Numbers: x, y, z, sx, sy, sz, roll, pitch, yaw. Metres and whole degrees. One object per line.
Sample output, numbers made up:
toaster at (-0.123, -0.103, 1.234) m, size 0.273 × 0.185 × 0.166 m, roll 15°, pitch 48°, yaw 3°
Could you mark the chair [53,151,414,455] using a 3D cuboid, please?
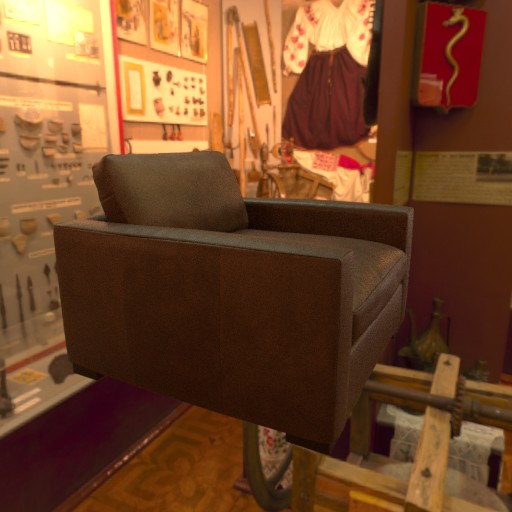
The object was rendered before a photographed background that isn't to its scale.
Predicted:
chair at (0.000, 0.000, 1.773) m, size 1.069 × 0.812 × 1.100 m, roll 7°, pitch 16°, yaw 27°
